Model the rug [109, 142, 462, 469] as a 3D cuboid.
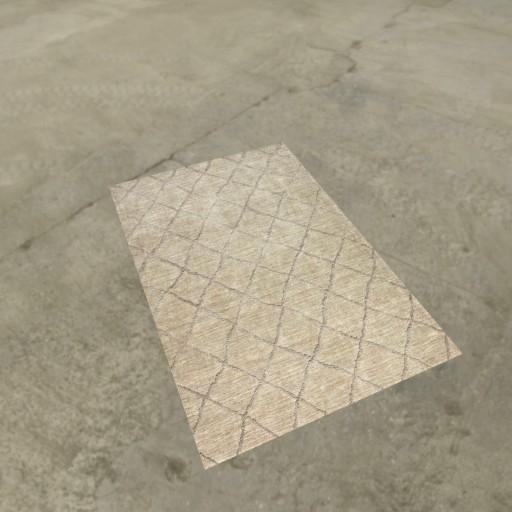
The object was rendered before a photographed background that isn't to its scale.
[{"bbox_3d":[0.000,0.000,2.980,1.521,0.015,2.280,-18,50,-16],"label":"rug"}]
